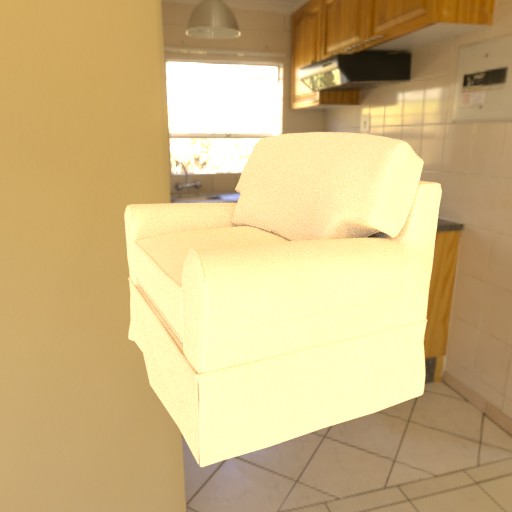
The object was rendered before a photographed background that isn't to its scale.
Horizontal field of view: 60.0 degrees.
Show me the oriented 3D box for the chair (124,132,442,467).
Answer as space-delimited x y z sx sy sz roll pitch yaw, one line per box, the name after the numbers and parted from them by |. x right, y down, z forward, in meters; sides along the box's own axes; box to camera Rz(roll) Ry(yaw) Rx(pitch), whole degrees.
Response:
0.000 0.000 1.775 0.904 0.958 1.099 -7 17 -25 | chair
